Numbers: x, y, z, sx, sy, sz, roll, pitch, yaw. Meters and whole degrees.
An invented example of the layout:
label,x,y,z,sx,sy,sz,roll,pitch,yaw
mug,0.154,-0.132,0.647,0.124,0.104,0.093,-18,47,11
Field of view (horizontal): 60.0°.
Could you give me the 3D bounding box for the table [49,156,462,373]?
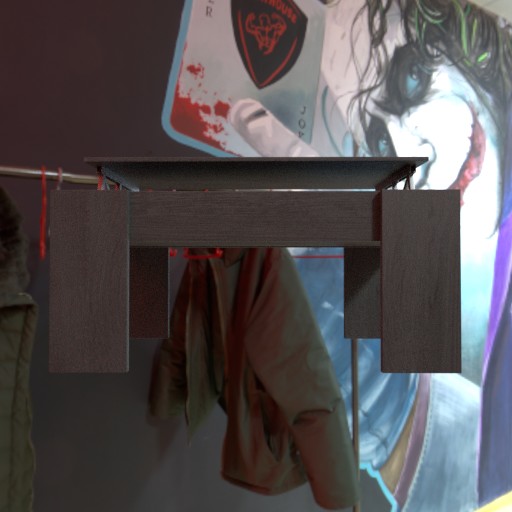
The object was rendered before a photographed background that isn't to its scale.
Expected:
label,x,y,z,sx,sy,sz,roll,pitch,yaw
table,0.000,0.000,1.420,1.000,0.570,0.711,0,-1,1
